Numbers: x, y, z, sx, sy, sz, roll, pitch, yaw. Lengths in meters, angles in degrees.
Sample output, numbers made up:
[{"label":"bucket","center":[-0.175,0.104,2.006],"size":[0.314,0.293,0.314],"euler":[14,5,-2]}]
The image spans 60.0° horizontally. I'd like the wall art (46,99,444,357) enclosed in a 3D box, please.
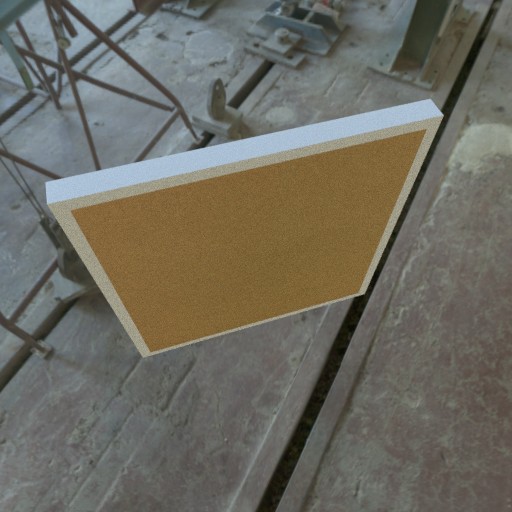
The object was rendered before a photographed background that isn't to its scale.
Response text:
[{"label":"wall art","center":[0.000,0.000,0.767],"size":[0.508,0.507,0.035],"euler":[-15,59,-9]}]
